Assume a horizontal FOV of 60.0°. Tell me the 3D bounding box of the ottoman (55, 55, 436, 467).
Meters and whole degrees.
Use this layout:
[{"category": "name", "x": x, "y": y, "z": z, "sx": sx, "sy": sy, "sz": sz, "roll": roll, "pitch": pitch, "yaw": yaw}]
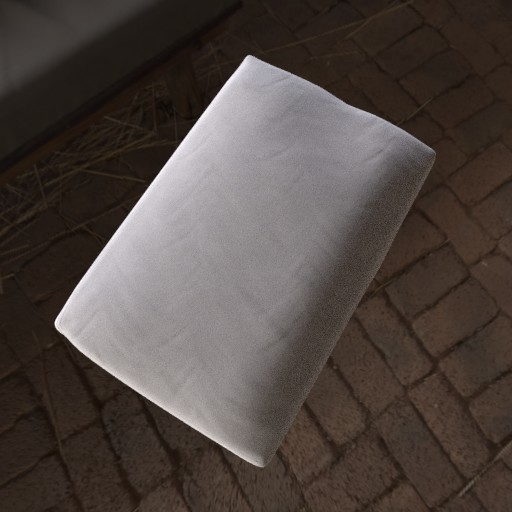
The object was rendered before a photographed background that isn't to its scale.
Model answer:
[{"category": "ottoman", "x": 0.000, "y": 0.000, "z": 1.189, "sx": 0.590, "sy": 0.444, "sz": 0.872, "roll": 30, "pitch": 76, "yaw": 8}]
